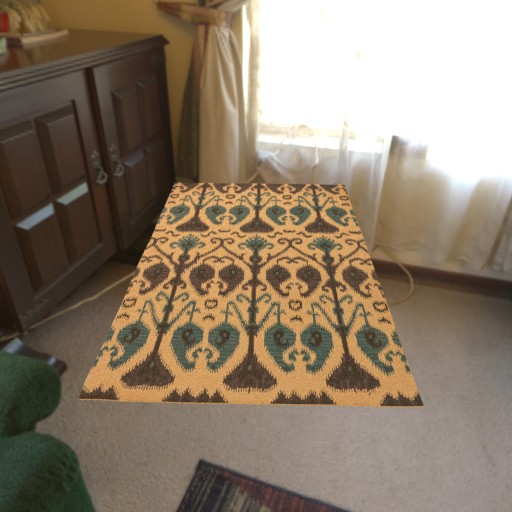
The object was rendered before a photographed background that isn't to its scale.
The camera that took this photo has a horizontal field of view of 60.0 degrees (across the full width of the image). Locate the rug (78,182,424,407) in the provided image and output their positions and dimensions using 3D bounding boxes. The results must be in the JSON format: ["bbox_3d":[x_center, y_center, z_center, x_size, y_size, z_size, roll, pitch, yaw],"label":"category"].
[{"bbox_3d":[0.000,0.000,2.081,1.072,0.013,1.698,1,32,1],"label":"rug"}]
